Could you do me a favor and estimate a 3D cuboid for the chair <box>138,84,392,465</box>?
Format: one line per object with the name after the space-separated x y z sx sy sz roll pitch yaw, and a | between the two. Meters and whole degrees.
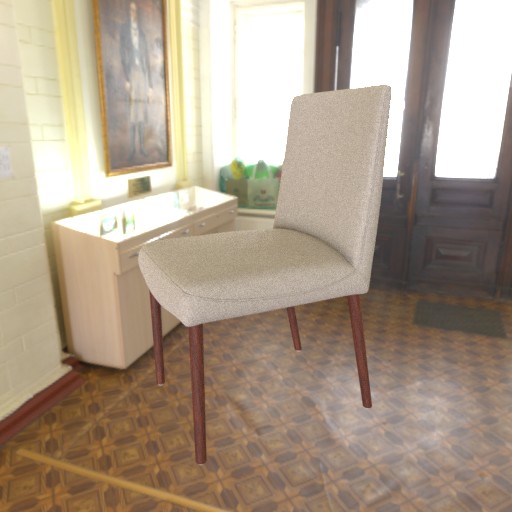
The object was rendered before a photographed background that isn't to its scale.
0.000 0.000 1.189 0.570 0.859 0.456 -8 18 -25 | chair
